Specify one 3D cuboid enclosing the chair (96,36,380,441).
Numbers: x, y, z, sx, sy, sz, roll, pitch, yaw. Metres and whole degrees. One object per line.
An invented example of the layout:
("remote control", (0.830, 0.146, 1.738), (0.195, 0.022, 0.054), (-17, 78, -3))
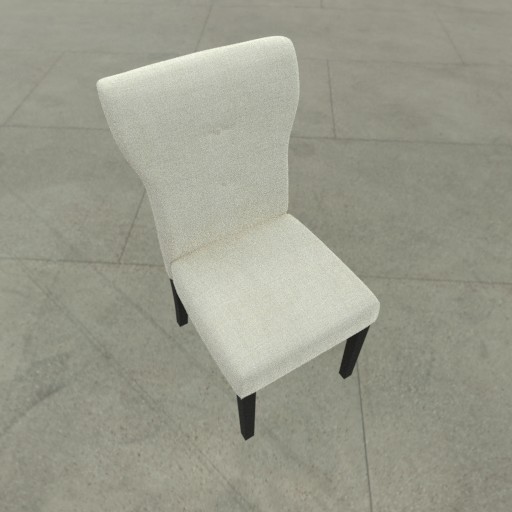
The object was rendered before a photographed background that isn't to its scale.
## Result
("chair", (0.000, 0.000, 1.240), (0.509, 0.921, 0.597), (-25, 52, -21))
